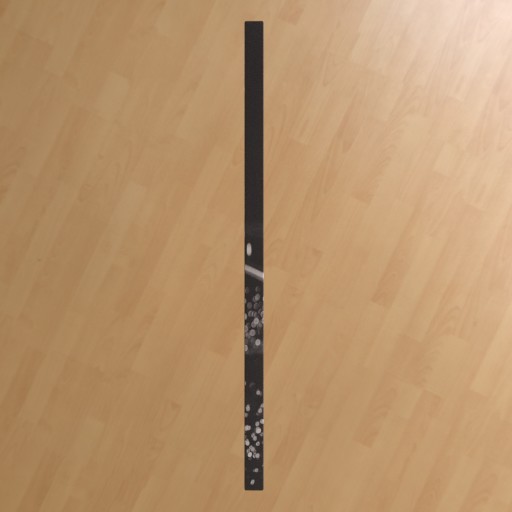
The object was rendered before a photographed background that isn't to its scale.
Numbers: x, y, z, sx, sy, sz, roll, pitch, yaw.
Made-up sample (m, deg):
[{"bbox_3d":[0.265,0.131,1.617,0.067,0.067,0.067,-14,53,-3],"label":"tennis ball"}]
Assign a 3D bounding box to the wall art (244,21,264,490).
[{"bbox_3d":[0.000,0.000,1.165,0.038,0.609,0.914,0,90,1],"label":"wall art"}]
